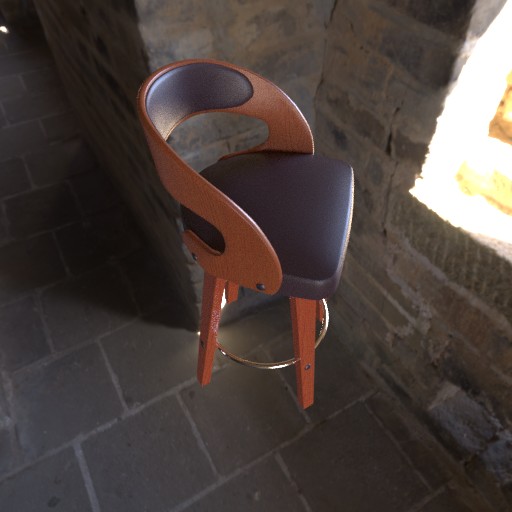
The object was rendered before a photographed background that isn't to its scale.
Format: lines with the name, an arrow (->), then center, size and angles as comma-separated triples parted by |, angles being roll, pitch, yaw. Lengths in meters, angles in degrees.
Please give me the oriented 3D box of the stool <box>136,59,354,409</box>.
stool -> 0.000, 0.000, 1.196 | 0.457, 0.940, 0.457 | 10, 49, 9
